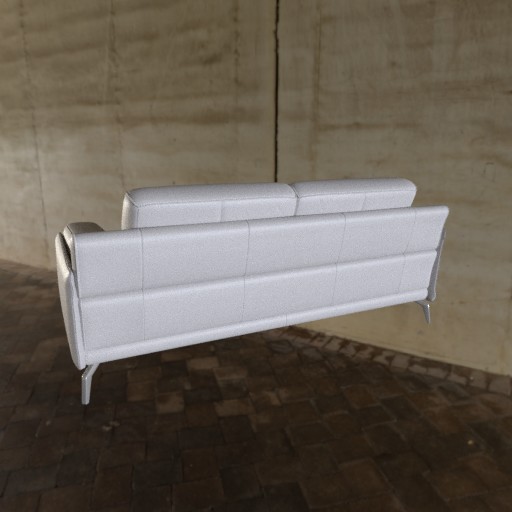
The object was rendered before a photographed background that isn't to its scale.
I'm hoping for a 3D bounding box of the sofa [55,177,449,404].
[{"bbox_3d":[0.000,0.000,2.563,2.101,0.930,1.049,-7,15,-25],"label":"sofa"}]
